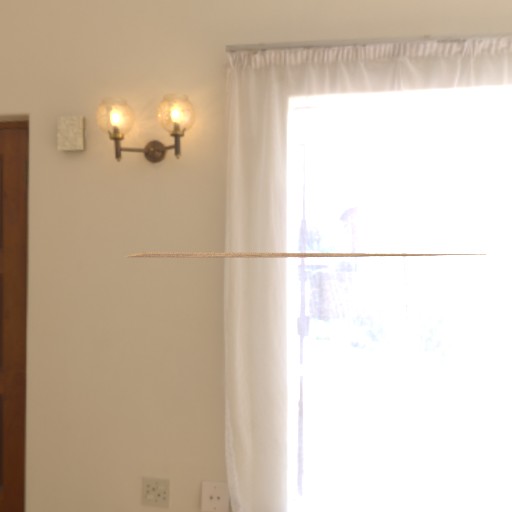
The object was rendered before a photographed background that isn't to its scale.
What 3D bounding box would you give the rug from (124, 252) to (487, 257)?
[{"bbox_3d":[0.000,0.000,2.938,1.611,0.008,2.227,0,0,-18],"label":"rug"}]
